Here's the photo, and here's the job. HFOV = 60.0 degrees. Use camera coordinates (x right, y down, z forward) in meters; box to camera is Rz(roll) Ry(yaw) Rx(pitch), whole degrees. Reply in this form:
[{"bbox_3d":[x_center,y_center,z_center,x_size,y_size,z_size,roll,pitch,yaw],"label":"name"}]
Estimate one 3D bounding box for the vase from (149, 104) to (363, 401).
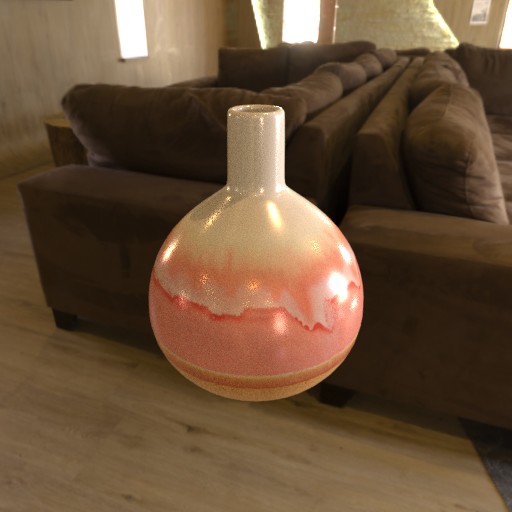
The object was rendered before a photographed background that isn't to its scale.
[{"bbox_3d":[0.000,0.000,0.276,0.137,0.176,0.137,0,27,0],"label":"vase"}]
